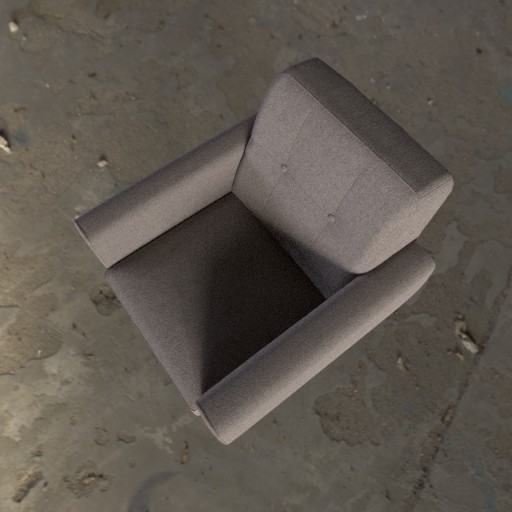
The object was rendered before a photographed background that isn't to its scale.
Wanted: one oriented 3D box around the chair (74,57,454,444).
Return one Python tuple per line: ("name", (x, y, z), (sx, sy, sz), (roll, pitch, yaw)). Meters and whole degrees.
("chair", (0.000, 0.000, 1.498), (0.907, 0.839, 0.831), (-34, 69, -15))
